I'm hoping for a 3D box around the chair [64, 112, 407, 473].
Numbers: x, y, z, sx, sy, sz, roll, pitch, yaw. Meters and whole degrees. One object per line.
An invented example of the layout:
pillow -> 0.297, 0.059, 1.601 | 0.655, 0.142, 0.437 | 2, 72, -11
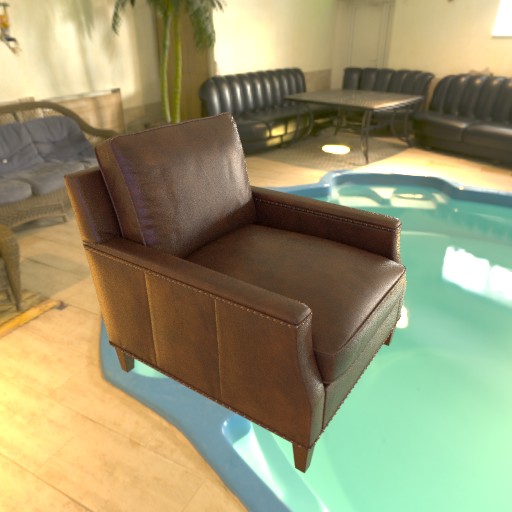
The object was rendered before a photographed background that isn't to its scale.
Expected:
chair -> 0.000, 0.000, 1.700 | 1.014, 0.929, 0.853 | 17, 31, 30
